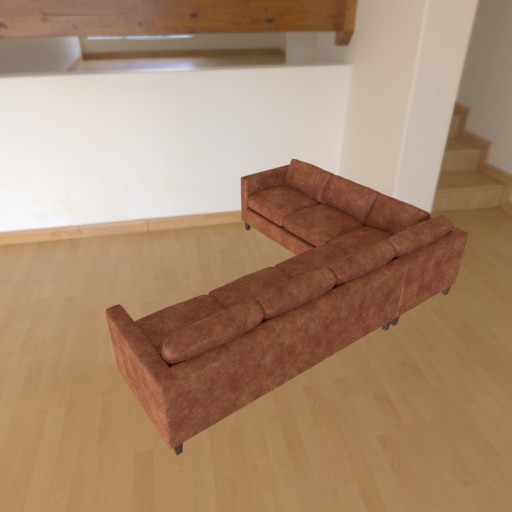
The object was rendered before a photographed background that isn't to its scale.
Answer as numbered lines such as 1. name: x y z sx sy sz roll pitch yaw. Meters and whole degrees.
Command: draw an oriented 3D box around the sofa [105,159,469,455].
1. sofa: 0.000 0.000 4.303 3.150 0.838 2.438 -21 37 -30
